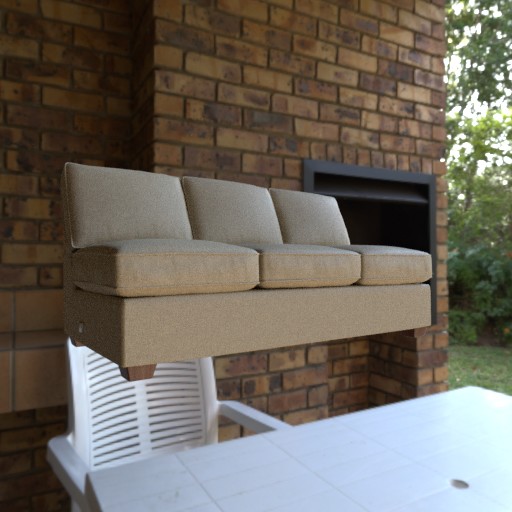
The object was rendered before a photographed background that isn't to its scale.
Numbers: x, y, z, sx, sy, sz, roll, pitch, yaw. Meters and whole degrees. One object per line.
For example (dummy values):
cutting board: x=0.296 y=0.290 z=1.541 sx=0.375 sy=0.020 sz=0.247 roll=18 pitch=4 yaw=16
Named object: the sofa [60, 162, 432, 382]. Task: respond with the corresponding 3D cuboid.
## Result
sofa: x=0.000 y=0.000 z=2.555 sx=1.962 sy=0.973 sz=1.027 roll=0 pitch=-1 yaw=-34
